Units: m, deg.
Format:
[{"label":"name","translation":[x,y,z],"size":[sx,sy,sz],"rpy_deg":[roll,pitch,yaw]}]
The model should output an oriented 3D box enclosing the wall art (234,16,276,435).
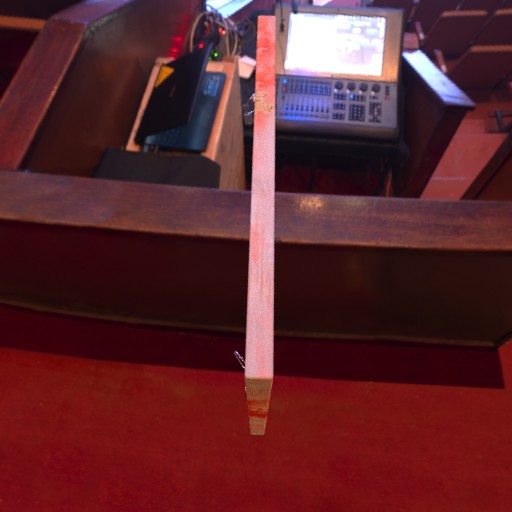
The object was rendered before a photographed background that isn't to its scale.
[{"label":"wall art","translation":[0.000,0.000,1.085],"size":[0.064,0.746,0.747],"rpy_deg":[1,63,1]}]
